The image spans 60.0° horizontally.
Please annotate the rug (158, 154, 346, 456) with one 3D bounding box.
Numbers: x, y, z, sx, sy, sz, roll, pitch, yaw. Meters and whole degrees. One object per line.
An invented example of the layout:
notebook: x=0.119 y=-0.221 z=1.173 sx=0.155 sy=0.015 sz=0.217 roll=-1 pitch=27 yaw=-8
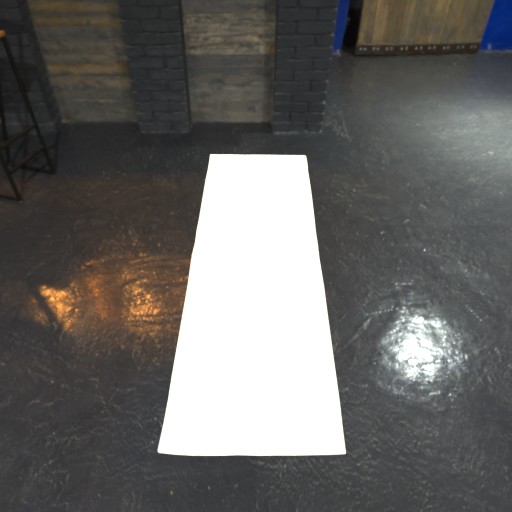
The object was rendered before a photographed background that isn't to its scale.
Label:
rug: x=0.000 y=0.000 z=2.736 sx=0.793 sy=0.014 sz=2.450 roll=1 pitch=43 yaw=1
